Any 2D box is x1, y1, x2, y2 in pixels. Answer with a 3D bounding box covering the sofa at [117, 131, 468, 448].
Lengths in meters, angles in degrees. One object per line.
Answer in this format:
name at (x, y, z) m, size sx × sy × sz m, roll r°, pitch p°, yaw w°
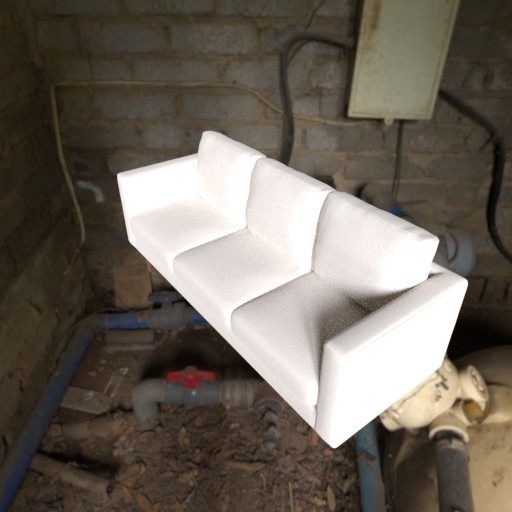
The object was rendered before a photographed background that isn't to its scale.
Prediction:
sofa at (0.000, 0.000, 2.517) m, size 0.802 × 0.912 × 2.029 m, roll -23°, pitch 40°, yaw -30°
